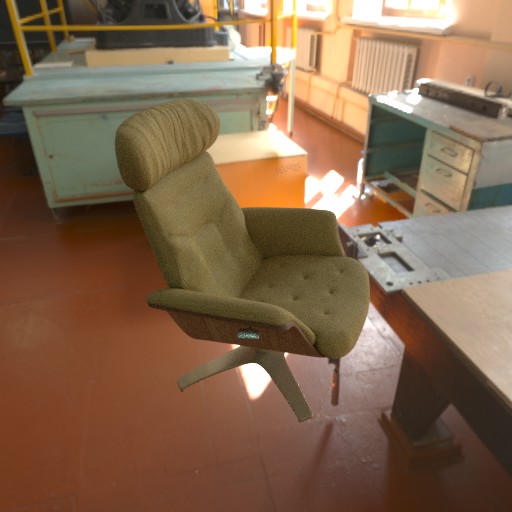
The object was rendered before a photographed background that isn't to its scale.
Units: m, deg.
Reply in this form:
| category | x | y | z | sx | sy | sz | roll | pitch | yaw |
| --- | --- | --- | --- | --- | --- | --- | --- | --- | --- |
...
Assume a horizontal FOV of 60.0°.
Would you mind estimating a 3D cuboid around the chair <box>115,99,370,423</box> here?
| category | x | y | z | sx | sy | sz | roll | pitch | yaw |
| --- | --- | --- | --- | --- | --- | --- | --- | --- | --- |
| chair | 0.000 | 0.000 | 1.608 | 0.837 | 0.995 | 0.785 | 11 | 32 | 17 |
